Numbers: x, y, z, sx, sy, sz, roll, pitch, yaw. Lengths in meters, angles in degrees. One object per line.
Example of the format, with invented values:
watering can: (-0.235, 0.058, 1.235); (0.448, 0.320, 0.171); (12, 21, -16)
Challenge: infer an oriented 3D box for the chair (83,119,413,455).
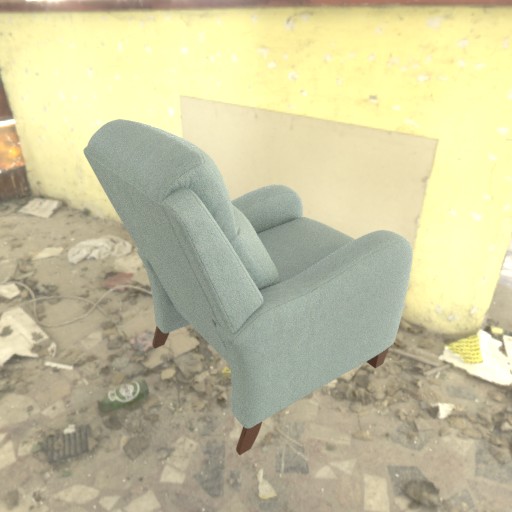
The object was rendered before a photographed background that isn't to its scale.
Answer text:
chair: (0.000, 0.000, 1.734); (0.988, 1.067, 0.785); (-19, 34, -31)
